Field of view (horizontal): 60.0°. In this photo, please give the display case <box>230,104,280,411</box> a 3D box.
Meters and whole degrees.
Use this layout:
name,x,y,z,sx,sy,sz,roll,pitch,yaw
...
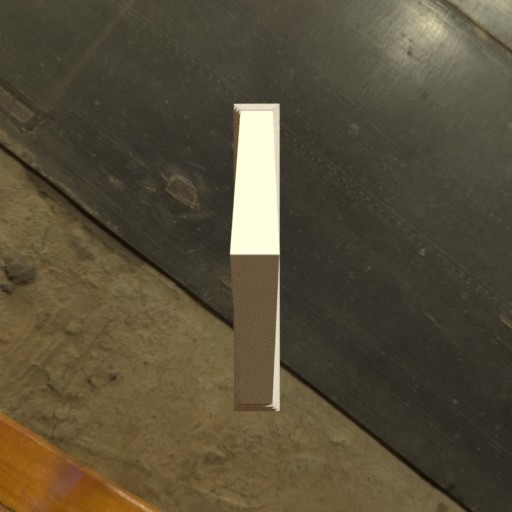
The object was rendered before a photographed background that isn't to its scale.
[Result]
name,x,y,z,sx,sy,sz,roll,pitch,yaw
display case,0.000,0.000,0.758,0.095,0.340,0.640,0,89,0
